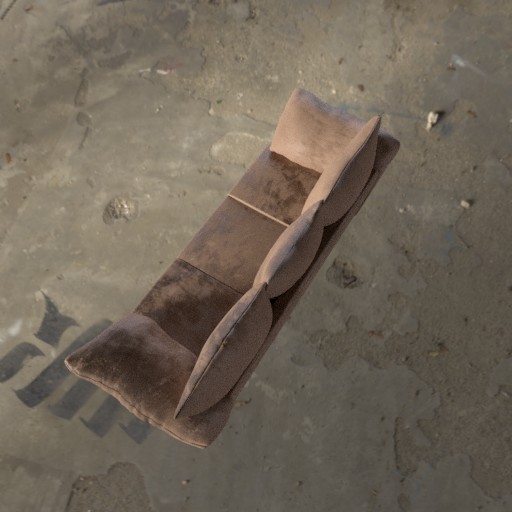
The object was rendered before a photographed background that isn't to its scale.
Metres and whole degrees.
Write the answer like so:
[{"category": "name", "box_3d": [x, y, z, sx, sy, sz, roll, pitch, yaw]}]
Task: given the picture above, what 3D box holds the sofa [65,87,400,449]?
[{"category": "sofa", "box_3d": [0.000, 0.000, 2.876, 0.893, 0.981, 2.377, 30, 67, 14]}]
